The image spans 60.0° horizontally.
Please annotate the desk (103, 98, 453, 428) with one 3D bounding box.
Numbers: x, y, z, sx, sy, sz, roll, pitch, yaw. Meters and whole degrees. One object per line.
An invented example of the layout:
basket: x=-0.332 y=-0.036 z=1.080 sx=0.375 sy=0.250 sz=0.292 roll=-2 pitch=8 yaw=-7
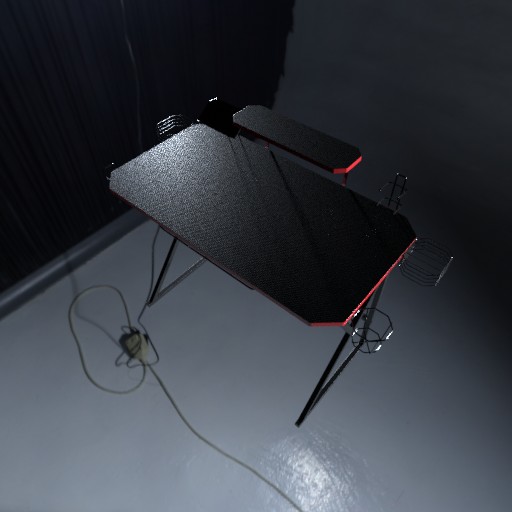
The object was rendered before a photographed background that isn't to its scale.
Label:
desk: x=0.000 y=0.000 z=1.769 sx=1.280 sy=0.913 sz=0.588 roll=32 pitch=56 yaw=26
